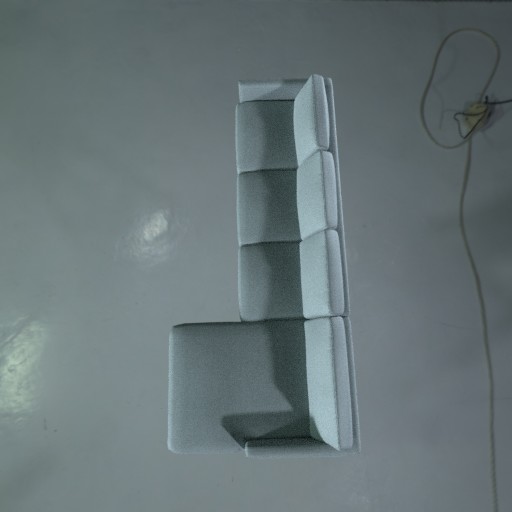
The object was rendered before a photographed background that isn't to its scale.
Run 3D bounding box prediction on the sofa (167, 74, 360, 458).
[{"bbox_3d":[0.000,0.000,4.169,1.604,0.950,3.471,-2,76,0],"label":"sofa"}]
